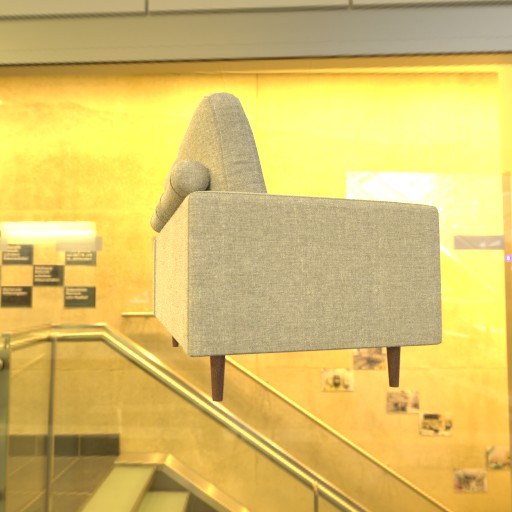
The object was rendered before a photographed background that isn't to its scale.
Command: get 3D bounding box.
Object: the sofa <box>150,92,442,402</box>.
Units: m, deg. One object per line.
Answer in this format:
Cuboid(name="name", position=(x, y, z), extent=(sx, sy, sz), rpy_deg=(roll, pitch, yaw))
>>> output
Cuboid(name="sofa", position=(0.000, 0.000, 1.919), extent=(0.842, 0.907, 1.407), rpy_deg=(1, -3, -17))
